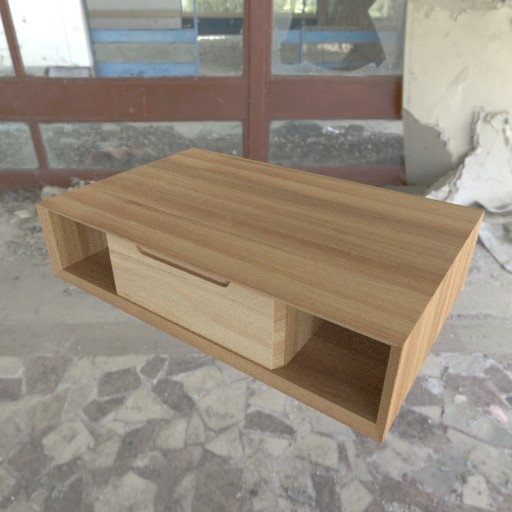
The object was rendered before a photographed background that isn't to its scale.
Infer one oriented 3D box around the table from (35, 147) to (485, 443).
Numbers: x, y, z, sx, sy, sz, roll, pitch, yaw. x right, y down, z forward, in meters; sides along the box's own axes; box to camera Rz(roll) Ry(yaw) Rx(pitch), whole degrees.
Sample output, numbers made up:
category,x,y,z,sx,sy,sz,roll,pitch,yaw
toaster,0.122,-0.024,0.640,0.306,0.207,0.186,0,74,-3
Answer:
category,x,y,z,sx,sy,sz,roll,pitch,yaw
table,0.000,0.000,1.366,1.100,0.330,0.700,19,35,30
